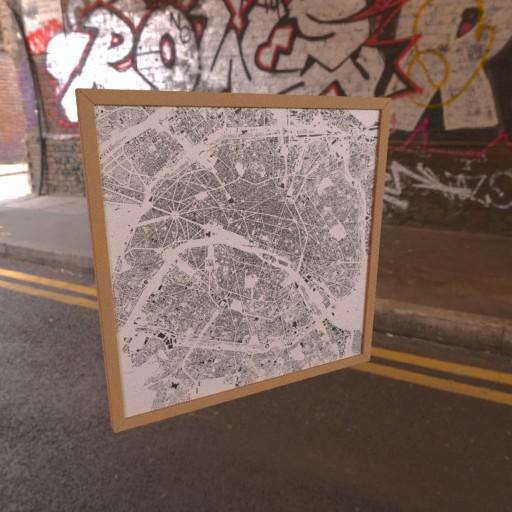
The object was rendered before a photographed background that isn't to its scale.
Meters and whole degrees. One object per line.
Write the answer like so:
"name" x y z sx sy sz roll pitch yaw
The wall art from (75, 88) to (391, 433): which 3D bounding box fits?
"wall art" 0.000 0.000 1.108 0.761 0.761 0.037 -8 18 -25
